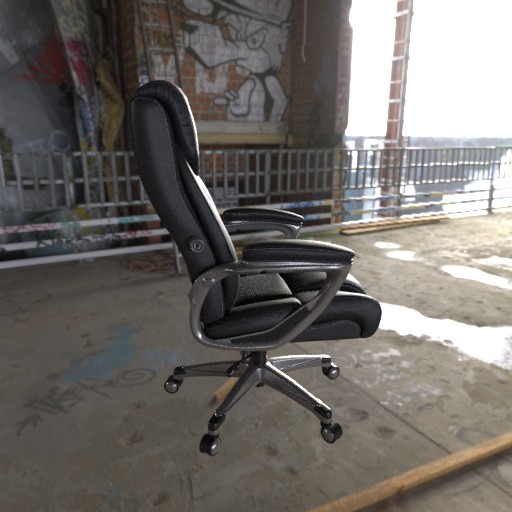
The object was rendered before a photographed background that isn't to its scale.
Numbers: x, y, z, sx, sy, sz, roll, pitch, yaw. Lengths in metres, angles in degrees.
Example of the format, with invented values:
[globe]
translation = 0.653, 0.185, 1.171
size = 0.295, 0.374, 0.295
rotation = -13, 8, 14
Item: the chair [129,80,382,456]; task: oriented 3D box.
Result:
[chair]
translation = 0.000, 0.000, 1.621
size = 0.784, 1.167, 0.741
rotation = -2, 15, -9
